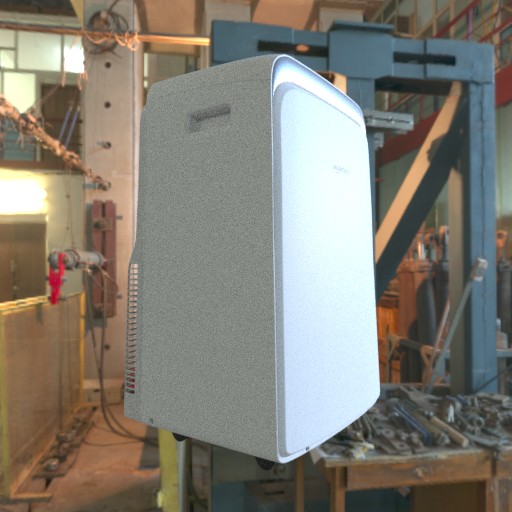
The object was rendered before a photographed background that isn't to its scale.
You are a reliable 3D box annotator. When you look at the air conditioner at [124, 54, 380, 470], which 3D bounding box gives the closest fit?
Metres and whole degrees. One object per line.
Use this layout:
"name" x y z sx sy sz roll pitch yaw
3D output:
"air conditioner" 0.000 0.000 1.031 0.467 0.765 0.478 -1 -1 36
